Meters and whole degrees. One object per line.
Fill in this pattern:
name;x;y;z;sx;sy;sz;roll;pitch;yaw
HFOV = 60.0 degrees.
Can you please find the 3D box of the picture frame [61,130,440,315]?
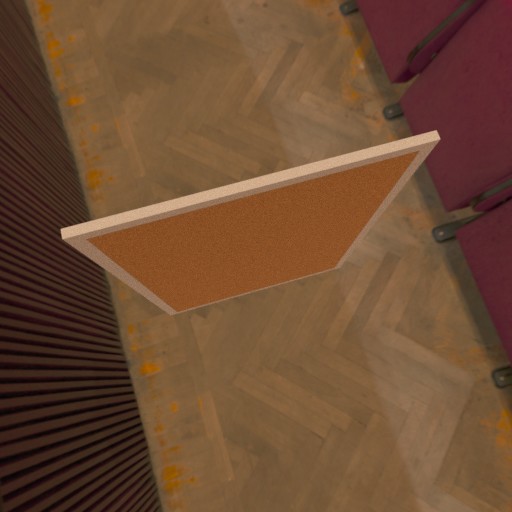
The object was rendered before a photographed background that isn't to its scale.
picture frame;0.000;0.000;0.834;0.457;0.657;0.013;-15;75;-4
